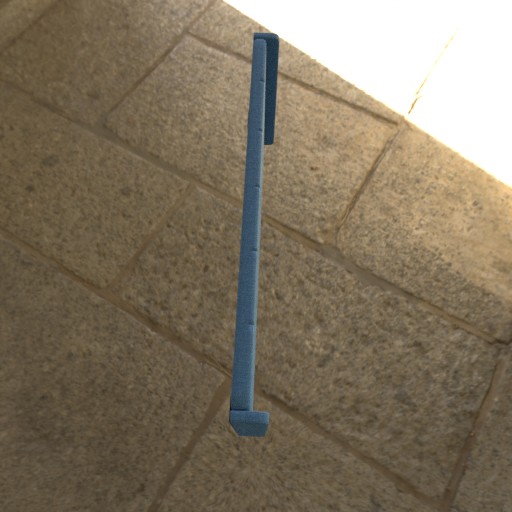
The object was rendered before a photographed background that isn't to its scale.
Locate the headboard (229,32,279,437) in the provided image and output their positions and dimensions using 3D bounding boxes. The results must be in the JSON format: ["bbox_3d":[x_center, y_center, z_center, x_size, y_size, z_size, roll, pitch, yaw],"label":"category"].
[{"bbox_3d":[0.000,0.000,2.735,0.184,1.524,2.051,2,65,1],"label":"headboard"}]
